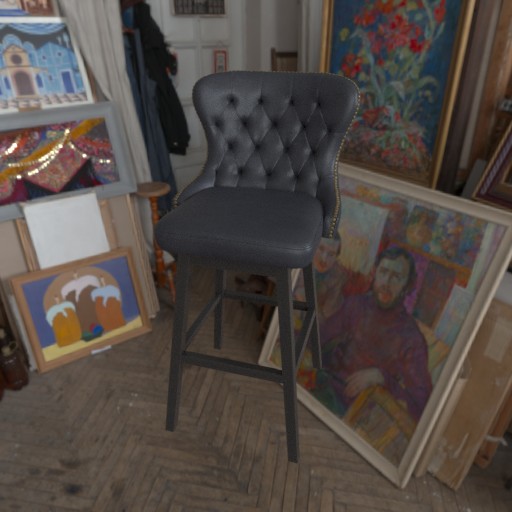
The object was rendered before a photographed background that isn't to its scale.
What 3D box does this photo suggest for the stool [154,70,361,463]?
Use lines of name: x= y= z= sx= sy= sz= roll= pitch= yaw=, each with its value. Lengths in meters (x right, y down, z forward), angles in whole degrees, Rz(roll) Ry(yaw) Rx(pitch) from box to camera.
stool: x=0.000 y=0.000 z=1.411 sx=0.528 sy=1.050 sz=0.601 roll=8 pitch=28 yaw=15
